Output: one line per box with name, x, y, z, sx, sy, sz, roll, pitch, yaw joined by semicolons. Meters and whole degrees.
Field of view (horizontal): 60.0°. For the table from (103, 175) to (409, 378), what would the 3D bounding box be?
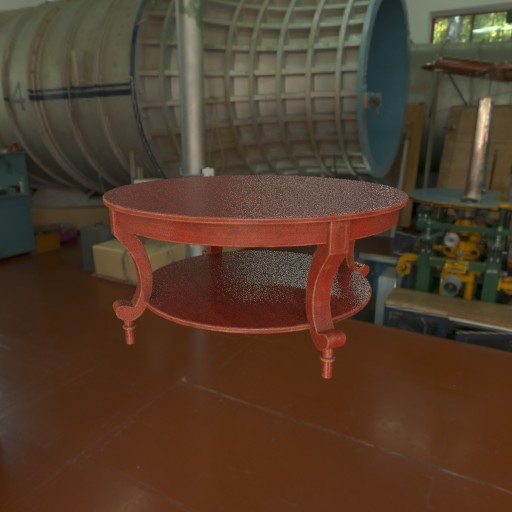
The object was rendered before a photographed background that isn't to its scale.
table;0.000;0.000;1.629;1.029;0.486;1.029;0;16;0
